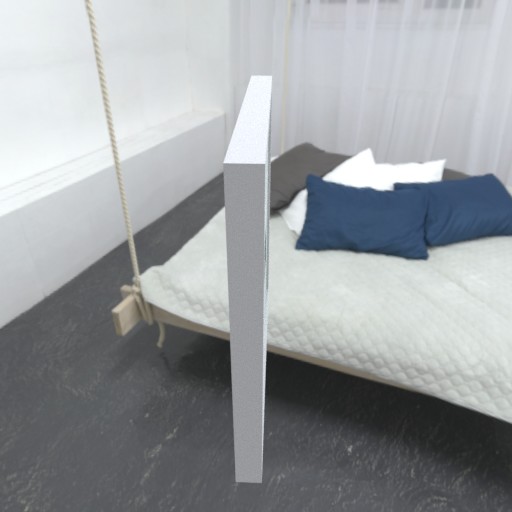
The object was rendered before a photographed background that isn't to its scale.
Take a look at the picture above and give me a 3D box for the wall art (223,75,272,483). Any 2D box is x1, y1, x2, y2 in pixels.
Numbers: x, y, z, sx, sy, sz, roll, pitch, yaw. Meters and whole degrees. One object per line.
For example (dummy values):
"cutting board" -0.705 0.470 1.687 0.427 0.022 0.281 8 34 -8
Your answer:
"wall art" 0.000 0.000 0.770 0.040 0.509 0.509 1 31 2
